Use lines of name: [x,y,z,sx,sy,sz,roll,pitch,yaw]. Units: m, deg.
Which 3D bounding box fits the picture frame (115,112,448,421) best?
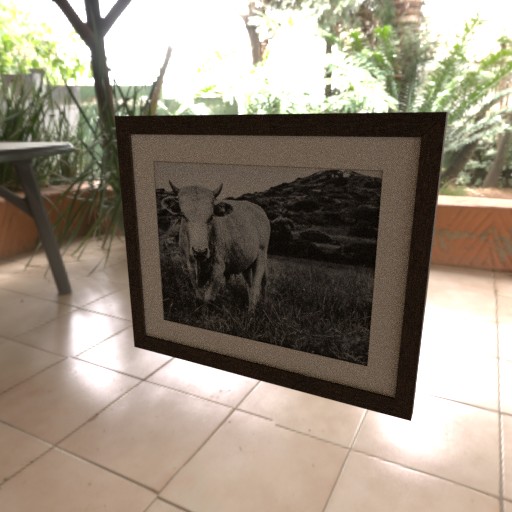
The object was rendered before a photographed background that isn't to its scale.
picture frame: [0.000,0.000,0.747,0.546,0.455,0.026,8,18,25]
